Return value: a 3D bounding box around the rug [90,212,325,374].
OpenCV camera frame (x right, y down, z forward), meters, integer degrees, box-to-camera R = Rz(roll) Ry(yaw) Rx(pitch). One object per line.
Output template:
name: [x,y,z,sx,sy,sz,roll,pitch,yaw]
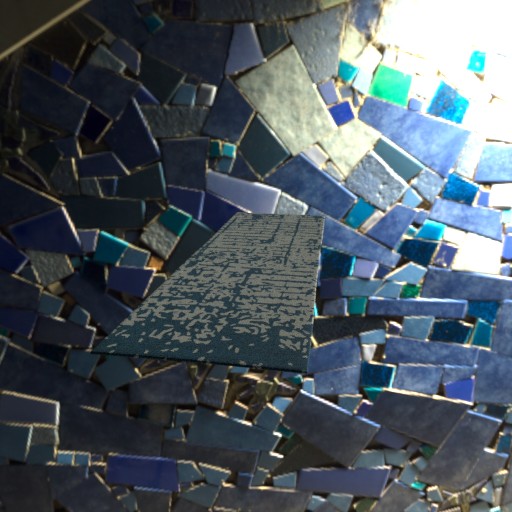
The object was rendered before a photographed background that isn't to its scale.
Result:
rug: [0.000,0.000,2.616,0.750,0.011,2.435,3,17,9]
